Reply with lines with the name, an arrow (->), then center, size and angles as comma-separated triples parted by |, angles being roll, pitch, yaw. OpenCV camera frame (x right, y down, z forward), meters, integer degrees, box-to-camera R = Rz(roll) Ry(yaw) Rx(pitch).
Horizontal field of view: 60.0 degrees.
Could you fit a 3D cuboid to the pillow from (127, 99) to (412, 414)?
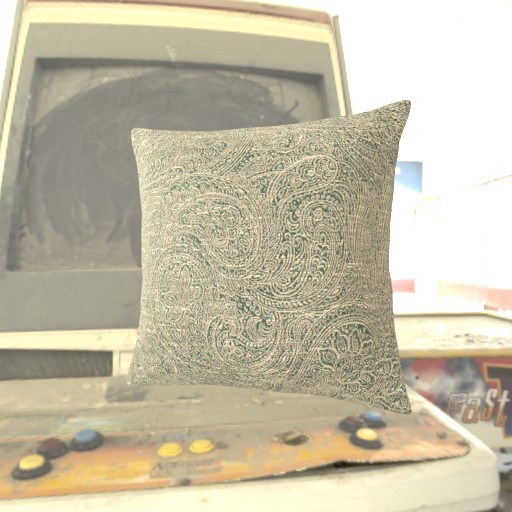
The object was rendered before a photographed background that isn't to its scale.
pillow -> 0.000, 0.000, 0.793 | 0.526, 0.507, 0.166 | 0, 0, 18
